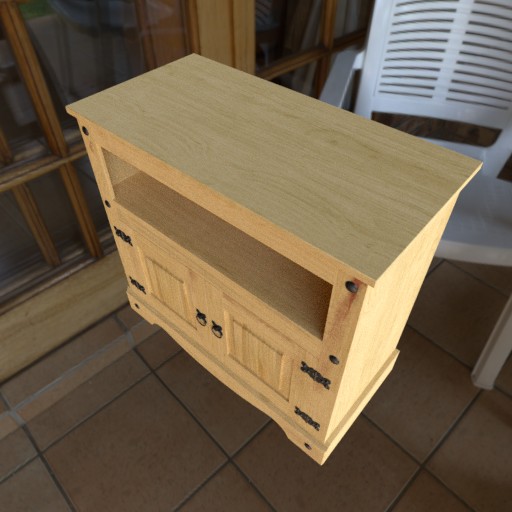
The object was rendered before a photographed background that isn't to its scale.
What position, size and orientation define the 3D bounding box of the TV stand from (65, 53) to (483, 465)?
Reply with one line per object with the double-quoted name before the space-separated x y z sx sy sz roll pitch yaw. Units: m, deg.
"TV stand" 0.000 0.000 1.265 0.851 0.787 0.430 32 54 27
